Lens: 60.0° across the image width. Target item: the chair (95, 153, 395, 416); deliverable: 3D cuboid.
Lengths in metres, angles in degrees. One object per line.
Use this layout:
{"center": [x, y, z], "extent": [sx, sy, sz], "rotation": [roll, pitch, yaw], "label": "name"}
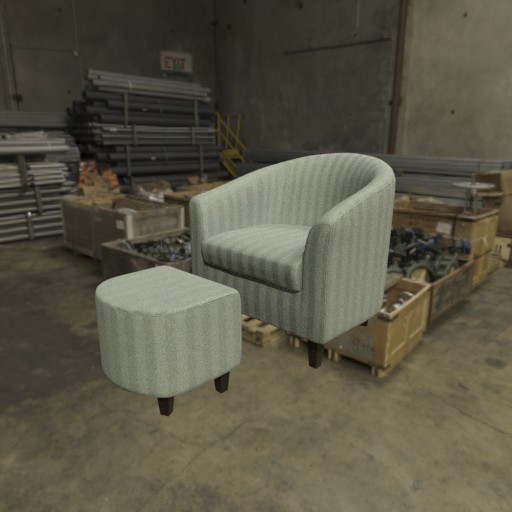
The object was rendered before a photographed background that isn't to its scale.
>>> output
{"center": [0.000, 0.000, 1.753], "extent": [0.756, 0.757, 1.288], "rotation": [15, 21, 42], "label": "chair"}
